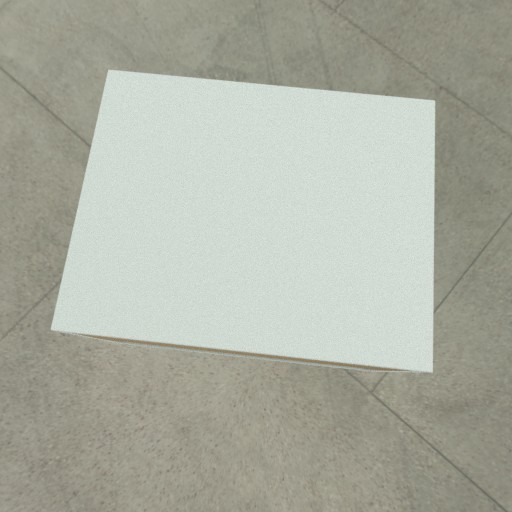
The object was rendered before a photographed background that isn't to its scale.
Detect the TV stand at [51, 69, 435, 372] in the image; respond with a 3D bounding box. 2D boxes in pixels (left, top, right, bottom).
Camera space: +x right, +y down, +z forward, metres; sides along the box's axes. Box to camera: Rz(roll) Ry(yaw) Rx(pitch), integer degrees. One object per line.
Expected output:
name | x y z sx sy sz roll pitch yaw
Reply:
TV stand | 0.000 0.000 0.905 0.508 0.559 0.405 6 76 2
